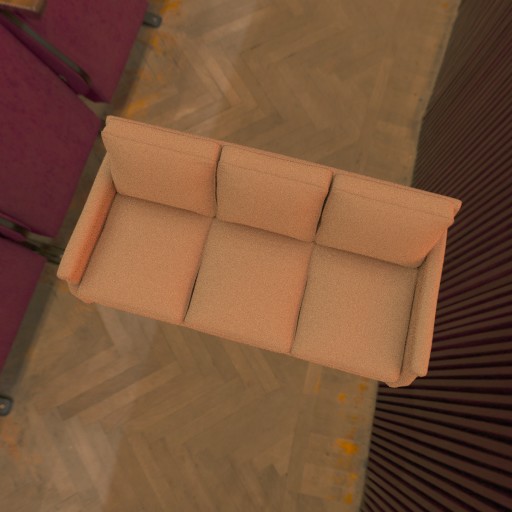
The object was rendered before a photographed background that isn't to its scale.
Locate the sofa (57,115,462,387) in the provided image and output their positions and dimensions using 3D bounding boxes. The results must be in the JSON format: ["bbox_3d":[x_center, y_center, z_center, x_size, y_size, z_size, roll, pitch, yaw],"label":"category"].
[{"bbox_3d":[0.000,0.000,2.811,2.246,1.003,1.084,15,75,4],"label":"sofa"}]
